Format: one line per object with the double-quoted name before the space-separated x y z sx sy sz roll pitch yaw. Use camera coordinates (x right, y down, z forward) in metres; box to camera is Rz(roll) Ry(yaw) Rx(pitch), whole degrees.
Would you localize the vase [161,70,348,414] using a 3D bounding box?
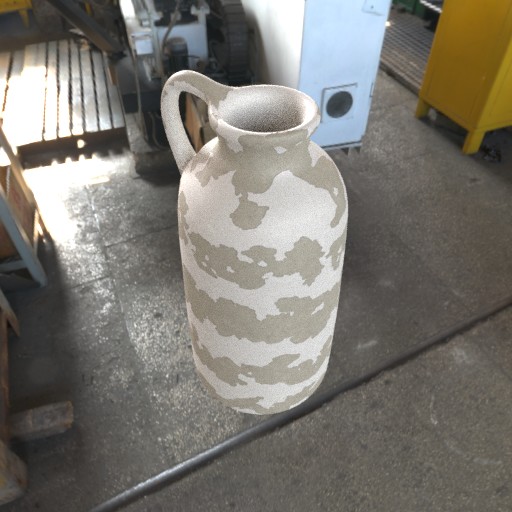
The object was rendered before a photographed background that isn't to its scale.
"vase" 0.000 0.000 0.490 0.203 0.382 0.186 22 49 20
